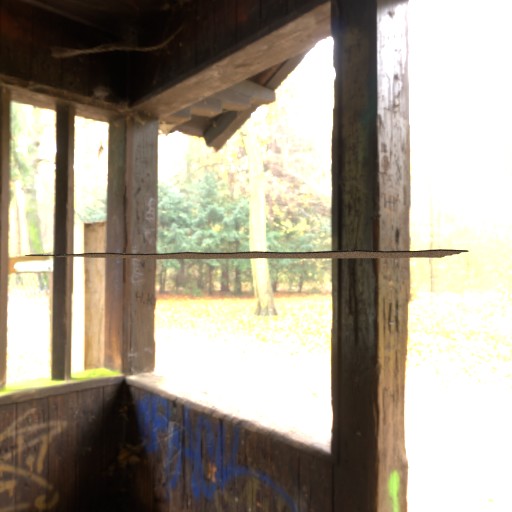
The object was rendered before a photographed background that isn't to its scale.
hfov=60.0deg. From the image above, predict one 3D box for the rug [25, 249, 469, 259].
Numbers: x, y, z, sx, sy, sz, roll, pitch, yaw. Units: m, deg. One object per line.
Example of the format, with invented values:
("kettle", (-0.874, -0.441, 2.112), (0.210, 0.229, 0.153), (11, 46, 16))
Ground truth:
("rug", (0.000, 0.000, 3.021), (2.448, 0.017, 1.529), (0, -1, 18))
